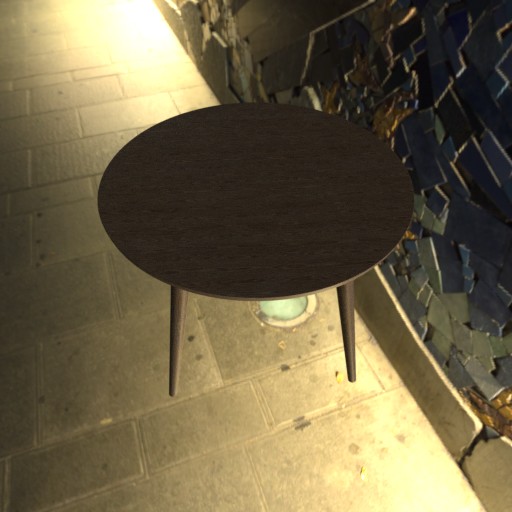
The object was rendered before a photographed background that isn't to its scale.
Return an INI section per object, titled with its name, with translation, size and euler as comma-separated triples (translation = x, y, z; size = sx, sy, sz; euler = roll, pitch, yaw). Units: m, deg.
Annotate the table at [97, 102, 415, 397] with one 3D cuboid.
[table]
translation = 0.000, 0.000, 1.801
size = 1.053, 0.786, 1.053
euler = 0, 46, 0
